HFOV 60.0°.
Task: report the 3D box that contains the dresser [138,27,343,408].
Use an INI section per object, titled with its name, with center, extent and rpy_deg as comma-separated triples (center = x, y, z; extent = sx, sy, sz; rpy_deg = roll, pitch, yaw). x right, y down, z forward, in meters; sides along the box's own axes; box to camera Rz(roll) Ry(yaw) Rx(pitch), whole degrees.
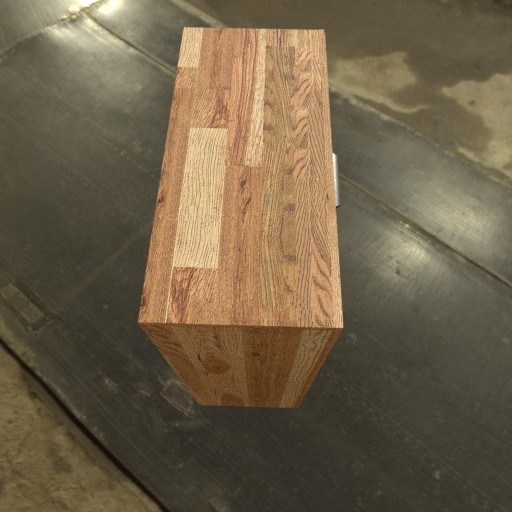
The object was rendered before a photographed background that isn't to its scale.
[dresser]
center = 0.000, 0.000, 1.721
extent = 0.480, 1.243, 0.966
rpy_deg = 1, 63, 1
